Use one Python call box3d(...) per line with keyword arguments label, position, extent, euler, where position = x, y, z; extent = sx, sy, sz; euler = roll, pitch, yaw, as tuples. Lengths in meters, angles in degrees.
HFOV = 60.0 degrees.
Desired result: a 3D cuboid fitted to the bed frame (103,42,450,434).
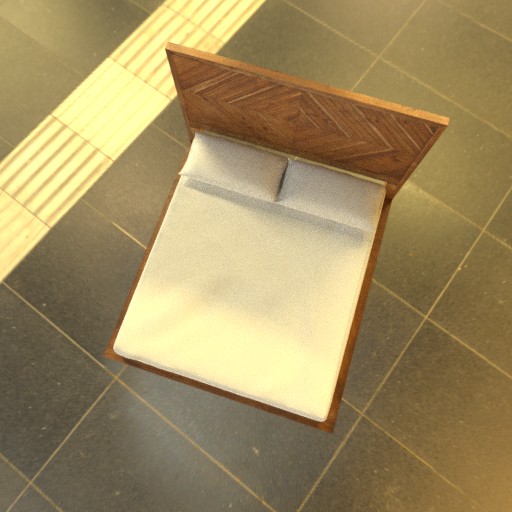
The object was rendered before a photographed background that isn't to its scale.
box3d(label="bed frame", position=(0.000, 0.000, 3.529), extent=(2.038, 1.537, 2.235), euler=(17, 75, 5))
